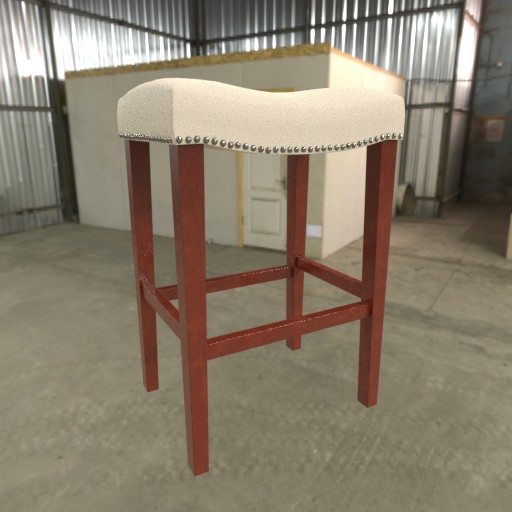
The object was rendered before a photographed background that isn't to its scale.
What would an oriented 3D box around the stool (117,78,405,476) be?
[{"bbox_3d":[0.000,0.000,1.026,0.504,0.742,0.372,-9,19,-28],"label":"stool"}]
